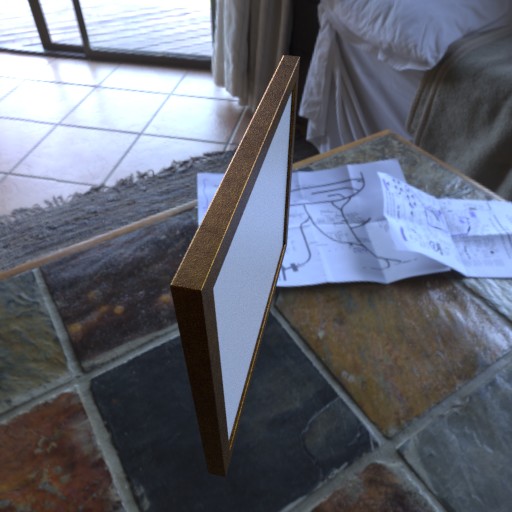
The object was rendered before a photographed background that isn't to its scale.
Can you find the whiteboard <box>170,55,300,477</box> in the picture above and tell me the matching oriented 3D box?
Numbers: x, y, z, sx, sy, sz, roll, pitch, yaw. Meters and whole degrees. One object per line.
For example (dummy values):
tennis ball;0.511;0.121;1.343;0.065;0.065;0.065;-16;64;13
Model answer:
whiteboard;0.000;0.000;0.751;0.029;0.457;0.561;9;45;9
